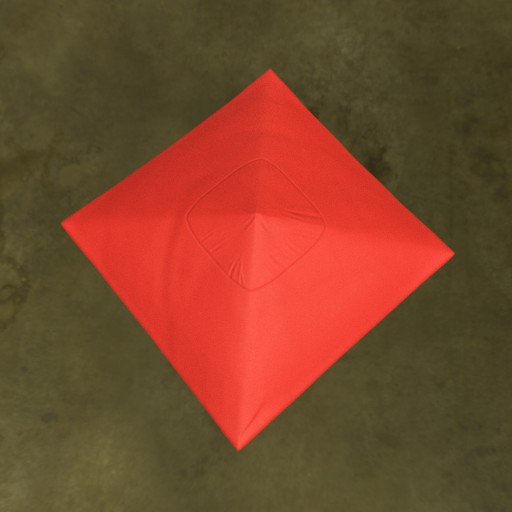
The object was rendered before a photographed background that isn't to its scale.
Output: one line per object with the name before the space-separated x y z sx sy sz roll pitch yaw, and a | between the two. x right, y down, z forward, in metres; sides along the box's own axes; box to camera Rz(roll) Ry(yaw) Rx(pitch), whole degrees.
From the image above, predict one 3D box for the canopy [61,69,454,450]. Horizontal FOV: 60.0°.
canopy | 0.000 0.000 5.417 2.998 2.997 2.996 -39 79 -10
